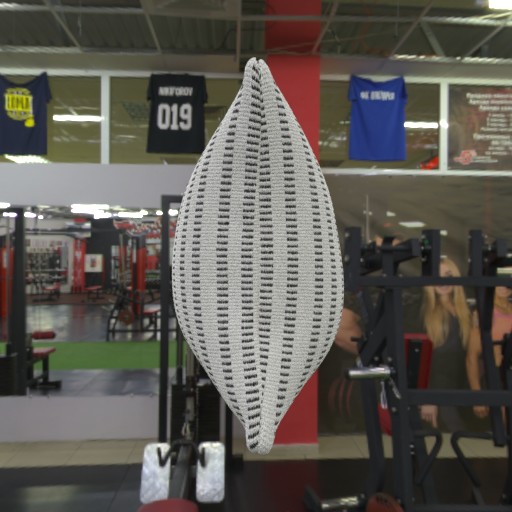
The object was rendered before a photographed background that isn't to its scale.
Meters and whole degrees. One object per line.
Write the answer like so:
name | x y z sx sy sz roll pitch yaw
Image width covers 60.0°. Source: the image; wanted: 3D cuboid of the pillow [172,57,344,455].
pillow | 0.000 0.000 0.676 0.247 0.419 0.438 0 0 -1
